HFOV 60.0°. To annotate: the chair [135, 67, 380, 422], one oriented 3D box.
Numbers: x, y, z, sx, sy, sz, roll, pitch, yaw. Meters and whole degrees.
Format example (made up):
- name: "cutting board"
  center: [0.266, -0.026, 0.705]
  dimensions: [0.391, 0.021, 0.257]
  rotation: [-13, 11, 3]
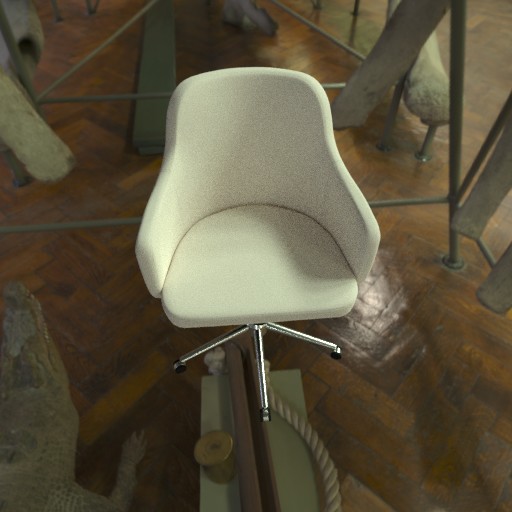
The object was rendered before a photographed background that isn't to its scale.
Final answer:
- name: "chair"
  center: [0.000, 0.000, 1.276]
  dimensions: [0.602, 0.819, 0.647]
  rotation: [-4, 48, -3]
